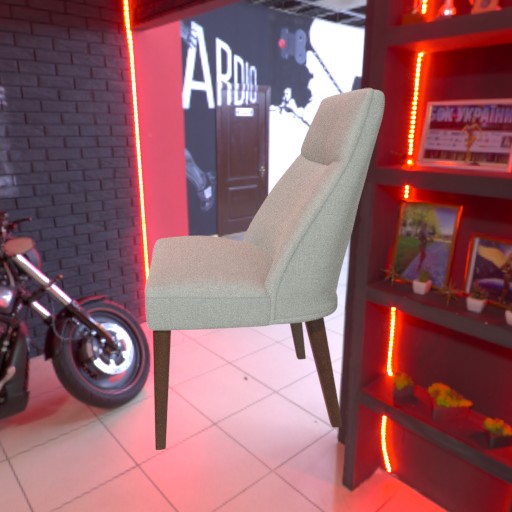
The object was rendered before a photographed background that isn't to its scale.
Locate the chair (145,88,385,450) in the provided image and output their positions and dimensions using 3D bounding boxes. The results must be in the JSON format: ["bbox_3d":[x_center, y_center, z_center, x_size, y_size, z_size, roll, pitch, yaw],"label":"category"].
[{"bbox_3d":[0.000,0.000,1.319,0.620,0.930,0.500,-3,16,-9],"label":"chair"}]
